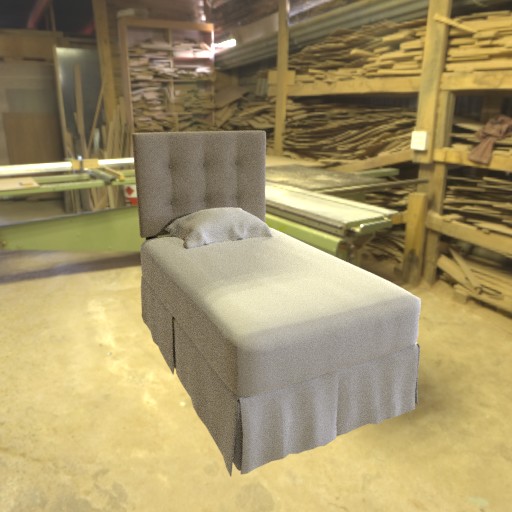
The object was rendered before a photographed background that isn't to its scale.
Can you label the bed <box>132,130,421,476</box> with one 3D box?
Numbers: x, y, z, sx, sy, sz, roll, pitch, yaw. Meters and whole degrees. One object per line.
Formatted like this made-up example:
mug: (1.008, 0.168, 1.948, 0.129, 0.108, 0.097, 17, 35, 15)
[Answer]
bed: (0.000, 0.000, 3.025, 1.261, 1.571, 1.997, -9, 20, -26)
